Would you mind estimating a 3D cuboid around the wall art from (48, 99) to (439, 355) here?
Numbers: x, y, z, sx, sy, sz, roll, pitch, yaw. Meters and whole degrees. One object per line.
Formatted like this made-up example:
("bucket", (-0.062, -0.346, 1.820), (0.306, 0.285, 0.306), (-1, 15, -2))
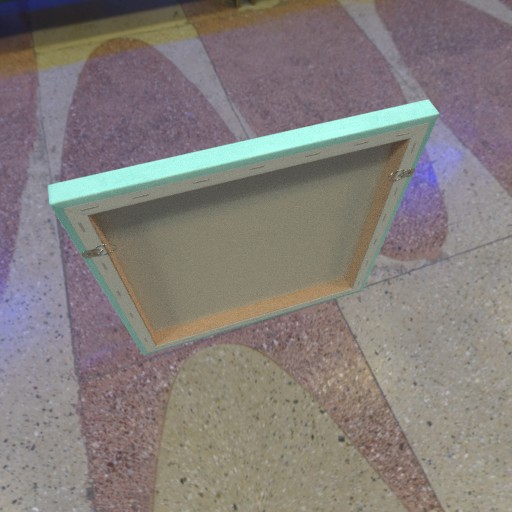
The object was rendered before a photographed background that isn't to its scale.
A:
("wall art", (0.000, 0.000, 1.162), (0.765, 0.766, 0.054), (-15, 59, -9))
